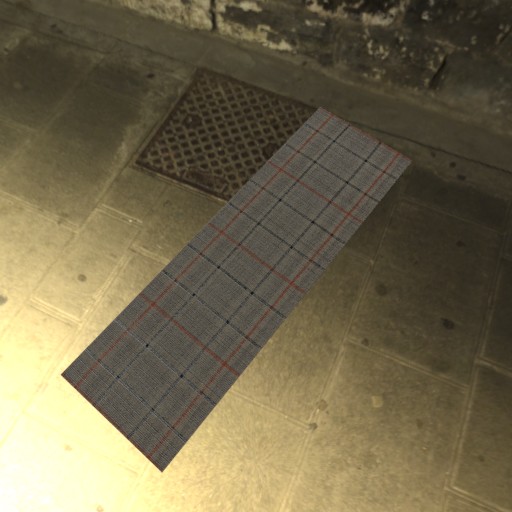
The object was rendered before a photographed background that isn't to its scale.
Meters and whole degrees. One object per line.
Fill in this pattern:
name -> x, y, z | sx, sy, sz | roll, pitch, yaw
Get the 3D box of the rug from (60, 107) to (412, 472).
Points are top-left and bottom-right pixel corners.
rug -> 0.000, 0.000, 2.706 | 0.762, 0.008, 2.439 | 36, 70, 15
